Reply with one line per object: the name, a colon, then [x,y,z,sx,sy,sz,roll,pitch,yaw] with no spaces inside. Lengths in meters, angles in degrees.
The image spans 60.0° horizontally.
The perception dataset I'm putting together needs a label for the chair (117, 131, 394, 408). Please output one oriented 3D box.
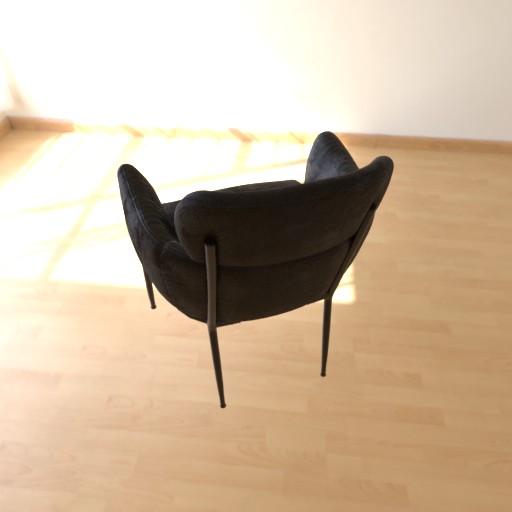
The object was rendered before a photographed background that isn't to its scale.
chair: [0.000,0.000,1.233,0.640,0.818,0.604,-13,44,-14]
